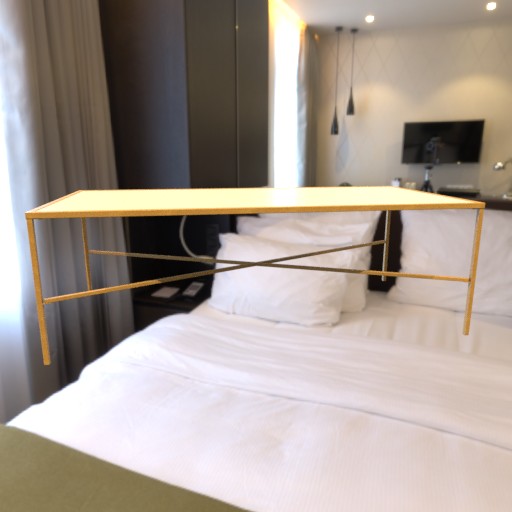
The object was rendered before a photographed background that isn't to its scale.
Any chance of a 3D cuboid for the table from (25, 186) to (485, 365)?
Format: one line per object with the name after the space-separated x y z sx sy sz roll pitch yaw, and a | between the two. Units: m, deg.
0.000 0.000 1.472 1.206 0.398 0.580 -2 14 -9 | table
